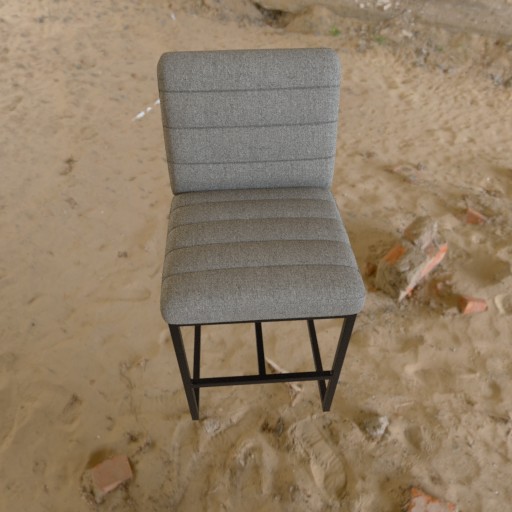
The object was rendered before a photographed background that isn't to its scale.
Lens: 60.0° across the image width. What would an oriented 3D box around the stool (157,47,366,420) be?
[{"bbox_3d":[0.000,0.000,1.246,0.460,0.940,0.560,-3,46,-3],"label":"stool"}]
